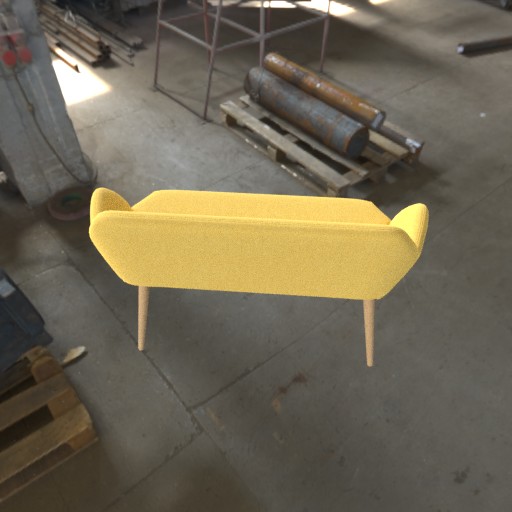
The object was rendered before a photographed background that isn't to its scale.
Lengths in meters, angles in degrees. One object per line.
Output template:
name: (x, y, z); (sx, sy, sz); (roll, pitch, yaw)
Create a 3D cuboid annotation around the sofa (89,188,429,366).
sofa: (0.000, 0.000, 1.631); (1.150, 0.840, 0.610); (3, 46, 3)
